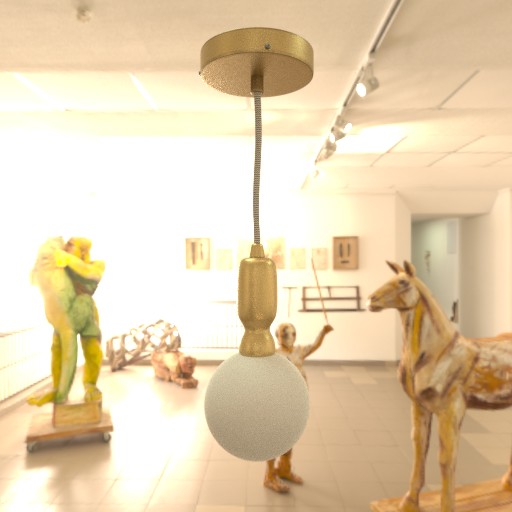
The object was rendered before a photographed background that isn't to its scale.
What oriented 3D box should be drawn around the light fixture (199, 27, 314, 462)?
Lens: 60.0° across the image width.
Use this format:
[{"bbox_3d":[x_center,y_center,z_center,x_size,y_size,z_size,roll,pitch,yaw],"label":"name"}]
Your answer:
[{"bbox_3d":[0.000,0.000,0.565,0.146,0.510,0.147,0,0,1],"label":"light fixture"}]
